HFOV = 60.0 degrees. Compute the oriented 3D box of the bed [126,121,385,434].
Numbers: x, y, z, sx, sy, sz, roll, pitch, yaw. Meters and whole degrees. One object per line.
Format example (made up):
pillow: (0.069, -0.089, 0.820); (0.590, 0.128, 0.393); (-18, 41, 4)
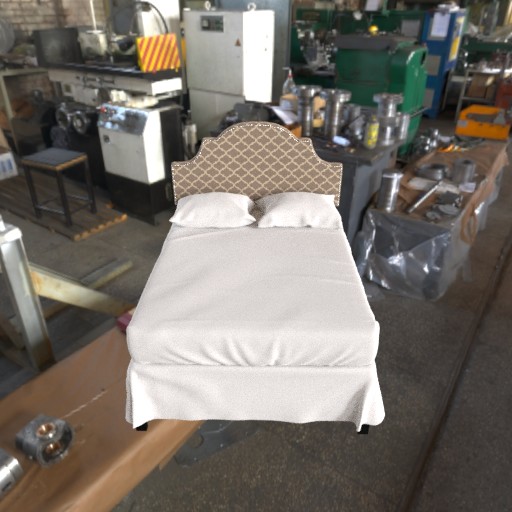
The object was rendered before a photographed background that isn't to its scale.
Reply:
bed: (0.000, 0.000, 3.471); (1.780, 1.633, 2.222); (1, 30, 1)
